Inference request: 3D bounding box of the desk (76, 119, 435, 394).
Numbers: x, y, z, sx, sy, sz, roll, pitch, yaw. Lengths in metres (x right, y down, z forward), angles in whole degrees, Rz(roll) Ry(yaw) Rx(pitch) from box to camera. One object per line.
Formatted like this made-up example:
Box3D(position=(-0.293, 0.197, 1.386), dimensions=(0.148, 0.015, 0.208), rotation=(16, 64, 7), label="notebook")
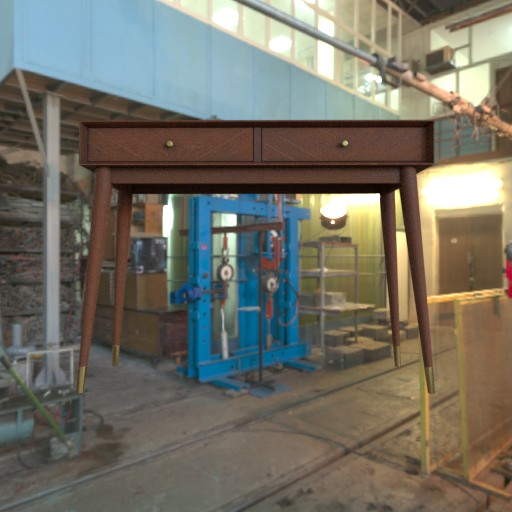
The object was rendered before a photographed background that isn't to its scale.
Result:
Box3D(position=(0.000, 0.000, 1.666), dimensions=(1.204, 0.917, 0.384), rotation=(0, 0, 0), label="desk")
